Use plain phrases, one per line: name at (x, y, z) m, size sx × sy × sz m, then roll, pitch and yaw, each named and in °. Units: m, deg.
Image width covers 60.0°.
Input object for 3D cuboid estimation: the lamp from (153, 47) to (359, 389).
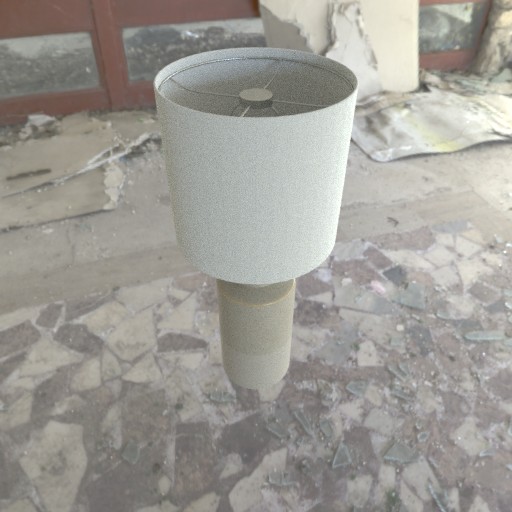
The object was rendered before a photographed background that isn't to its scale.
lamp at (0.000, 0.000, 0.623) m, size 0.212 × 0.493 × 0.212 m, roll 12°, pitch 42°, yaw 13°
